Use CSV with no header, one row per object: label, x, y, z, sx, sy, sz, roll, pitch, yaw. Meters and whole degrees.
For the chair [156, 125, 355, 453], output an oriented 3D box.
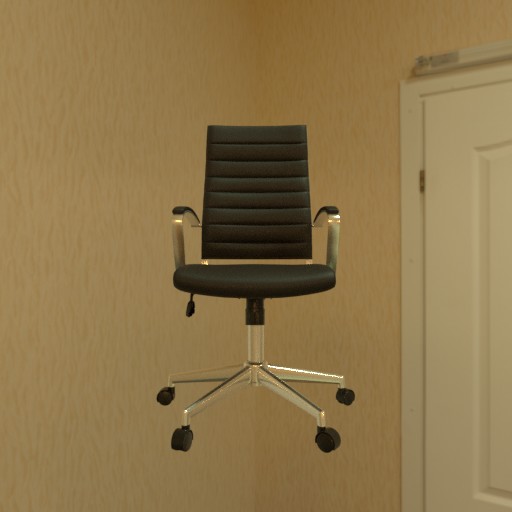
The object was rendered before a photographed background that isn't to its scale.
chair,0.000,0.000,1.641,0.766,1.149,0.739,0,0,1
